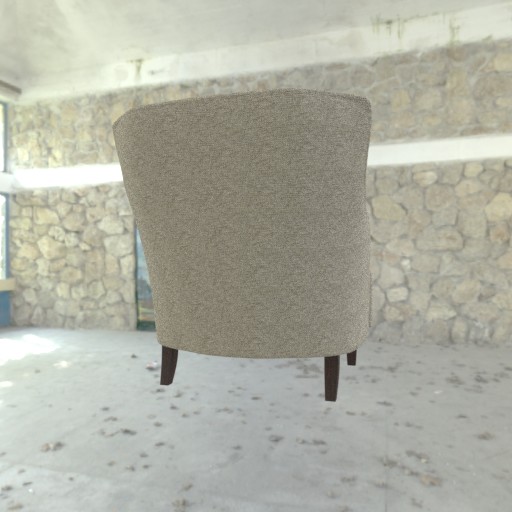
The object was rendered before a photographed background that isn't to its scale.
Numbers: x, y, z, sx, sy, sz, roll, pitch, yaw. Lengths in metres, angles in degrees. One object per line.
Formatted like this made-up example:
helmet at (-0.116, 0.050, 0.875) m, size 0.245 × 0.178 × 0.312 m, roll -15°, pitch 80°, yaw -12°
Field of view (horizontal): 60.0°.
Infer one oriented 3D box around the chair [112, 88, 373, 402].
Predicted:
chair at (0.000, 0.000, 1.655) m, size 0.820 × 0.920 × 0.910 m, roll 0°, pitch 0°, yaw 17°
